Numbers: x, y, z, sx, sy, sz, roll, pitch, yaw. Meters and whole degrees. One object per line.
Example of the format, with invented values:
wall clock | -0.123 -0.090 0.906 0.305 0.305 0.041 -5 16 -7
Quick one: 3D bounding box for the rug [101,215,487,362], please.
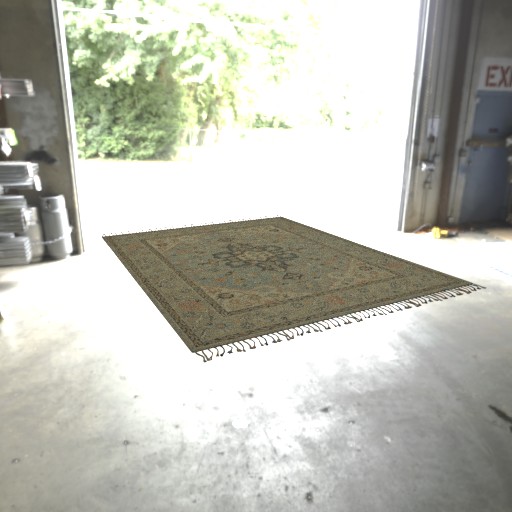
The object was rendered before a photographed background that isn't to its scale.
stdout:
rug | 0.000 0.000 4.261 2.379 0.011 3.221 -9 19 -27
